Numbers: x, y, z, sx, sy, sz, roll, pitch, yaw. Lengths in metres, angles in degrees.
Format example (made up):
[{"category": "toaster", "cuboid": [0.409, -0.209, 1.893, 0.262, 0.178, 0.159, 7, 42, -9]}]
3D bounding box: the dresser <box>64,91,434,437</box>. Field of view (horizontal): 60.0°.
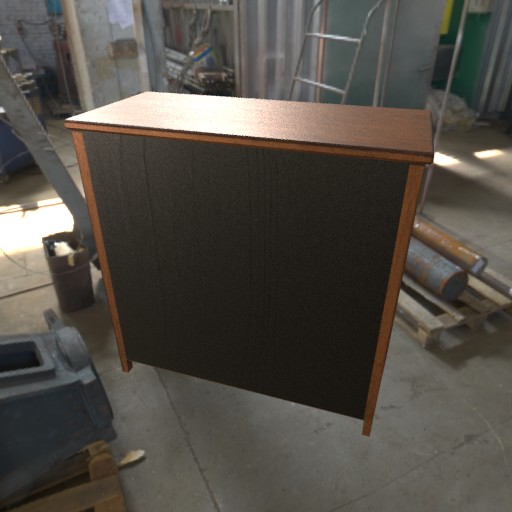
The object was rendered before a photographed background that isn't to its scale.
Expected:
[{"category": "dresser", "cuboid": [0.000, 0.000, 1.959, 1.250, 1.224, 0.591, 10, 32, 16]}]
